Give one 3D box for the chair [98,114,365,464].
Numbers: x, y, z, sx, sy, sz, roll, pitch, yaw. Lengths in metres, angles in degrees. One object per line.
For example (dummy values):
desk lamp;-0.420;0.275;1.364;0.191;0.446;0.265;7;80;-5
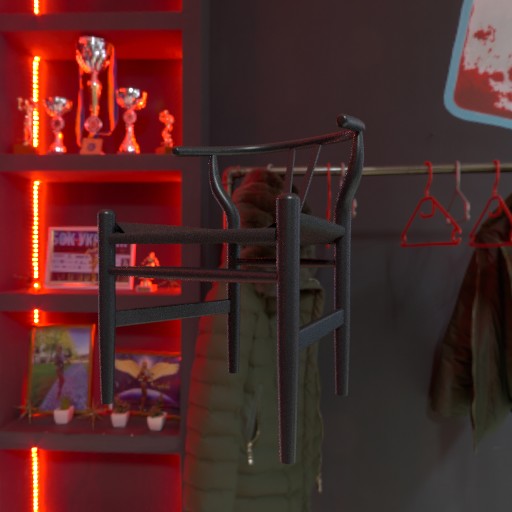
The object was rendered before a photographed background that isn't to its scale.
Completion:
chair;0.000;0.000;1.165;0.569;0.730;0.579;0;1;36
